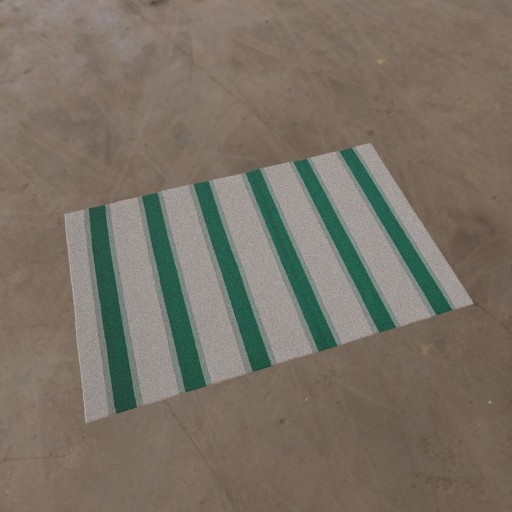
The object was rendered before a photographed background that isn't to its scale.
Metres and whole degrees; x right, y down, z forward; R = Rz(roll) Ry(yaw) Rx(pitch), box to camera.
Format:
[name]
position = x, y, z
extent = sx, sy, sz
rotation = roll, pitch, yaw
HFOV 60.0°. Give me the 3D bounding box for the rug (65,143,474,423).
[rug]
position = 0.000, 0.000, 3.016
extent = 2.436, 0.015, 1.521
rotation = -15, 59, -9
